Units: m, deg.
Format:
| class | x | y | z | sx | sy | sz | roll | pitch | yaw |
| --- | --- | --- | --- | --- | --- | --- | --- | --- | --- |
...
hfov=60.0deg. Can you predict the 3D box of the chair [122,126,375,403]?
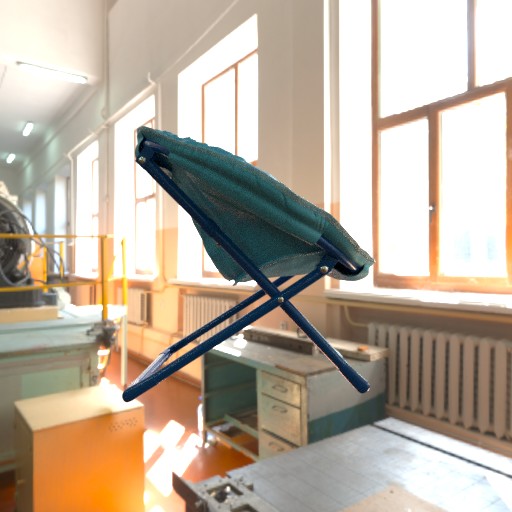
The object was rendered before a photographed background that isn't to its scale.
| class | x | y | z | sx | sy | sz | roll | pitch | yaw |
| --- | --- | --- | --- | --- | --- | --- | --- | --- | --- |
| chair | 0.000 | 0.000 | 0.892 | 0.465 | 0.478 | 0.520 | 0 | -1 | -1 |
